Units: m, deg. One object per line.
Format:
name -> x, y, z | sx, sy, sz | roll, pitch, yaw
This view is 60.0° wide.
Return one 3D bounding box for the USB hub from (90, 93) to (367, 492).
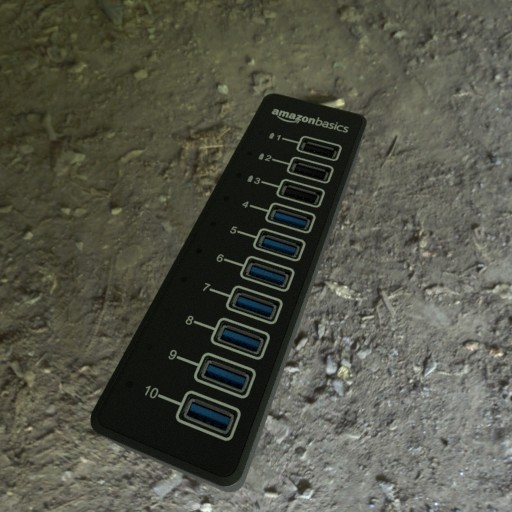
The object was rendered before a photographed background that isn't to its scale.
USB hub -> 0.000, 0.000, 0.159 | 0.044, 0.023, 0.145 | 18, 61, 11
